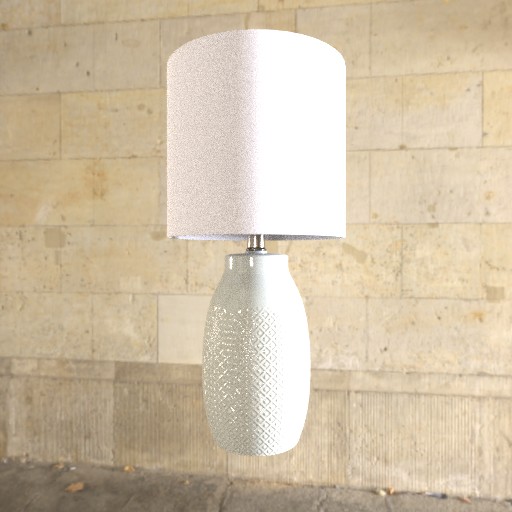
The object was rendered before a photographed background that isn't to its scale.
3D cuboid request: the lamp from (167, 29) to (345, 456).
[{"bbox_3d":[0.000,0.000,0.550,0.217,0.453,0.217,0,0,-35],"label":"lamp"}]
